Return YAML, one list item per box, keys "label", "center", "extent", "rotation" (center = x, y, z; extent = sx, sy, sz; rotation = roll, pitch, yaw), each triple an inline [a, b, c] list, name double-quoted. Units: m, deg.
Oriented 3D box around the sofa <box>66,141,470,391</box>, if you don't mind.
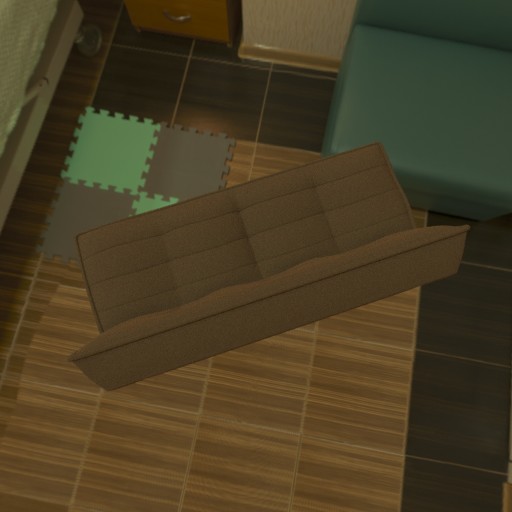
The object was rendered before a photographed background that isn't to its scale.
- label: "sofa"
  center: [0.000, 0.000, 2.496]
  extent: [1.940, 0.890, 0.950]
  rotation: [-18, 75, -5]
